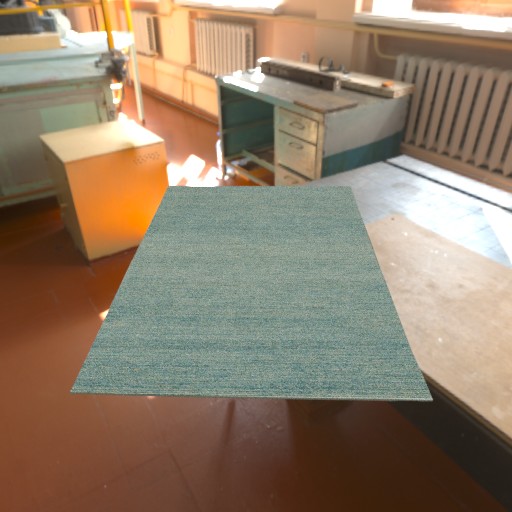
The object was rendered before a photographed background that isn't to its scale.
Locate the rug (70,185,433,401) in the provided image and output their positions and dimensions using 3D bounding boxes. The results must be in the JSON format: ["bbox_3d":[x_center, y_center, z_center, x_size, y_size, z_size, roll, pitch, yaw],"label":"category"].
[{"bbox_3d":[0.000,0.000,2.901,1.593,0.029,2.305,1,32,1],"label":"rug"}]
